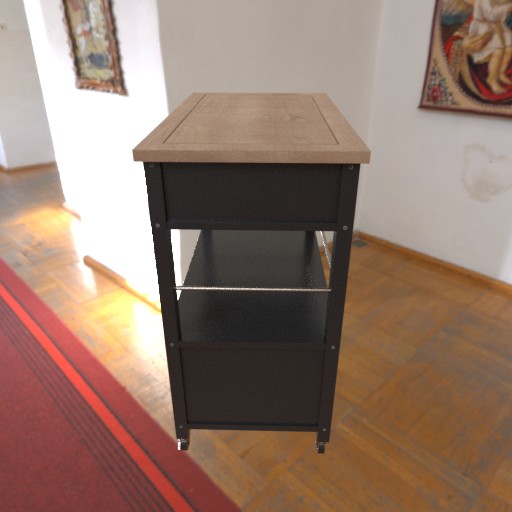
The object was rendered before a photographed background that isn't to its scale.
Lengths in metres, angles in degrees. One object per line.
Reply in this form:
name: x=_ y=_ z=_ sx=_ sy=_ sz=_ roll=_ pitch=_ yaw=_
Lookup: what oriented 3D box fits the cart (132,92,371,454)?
cart: x=0.000 y=0.000 z=1.426 sx=0.459 sy=0.901 sz=0.840 roll=1 pitch=28 yaw=1
